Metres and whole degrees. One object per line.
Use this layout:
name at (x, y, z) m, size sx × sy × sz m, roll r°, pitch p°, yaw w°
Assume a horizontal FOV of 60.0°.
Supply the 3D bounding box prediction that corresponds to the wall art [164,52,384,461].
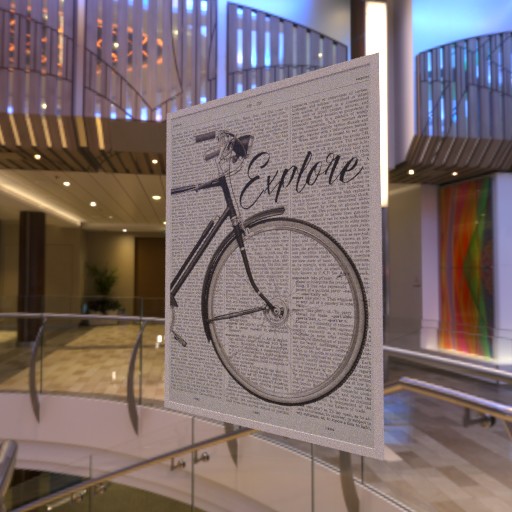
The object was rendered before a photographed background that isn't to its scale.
wall art at (0.000, 0.000, 0.792) m, size 0.457 × 0.610 × 0.003 m, roll -2°, pitch -3°, yaw 35°
